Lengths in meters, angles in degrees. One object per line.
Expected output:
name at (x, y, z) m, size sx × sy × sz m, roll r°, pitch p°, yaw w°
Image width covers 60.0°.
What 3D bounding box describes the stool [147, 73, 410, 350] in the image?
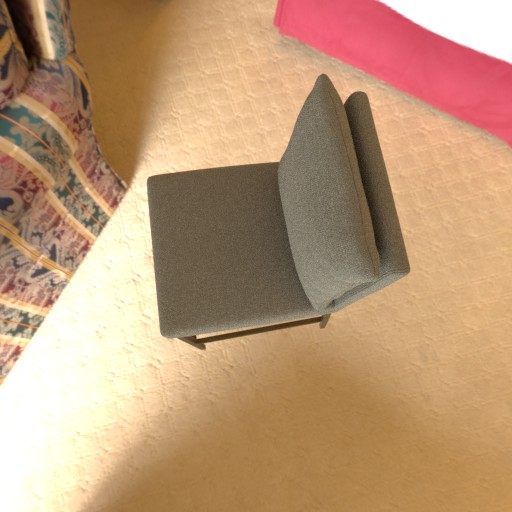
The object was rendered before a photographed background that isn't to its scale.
stool at (0.000, 0.000, 1.396) m, size 0.569 × 1.132 × 0.463 m, roll -8°, pitch 75°, yaw -2°
